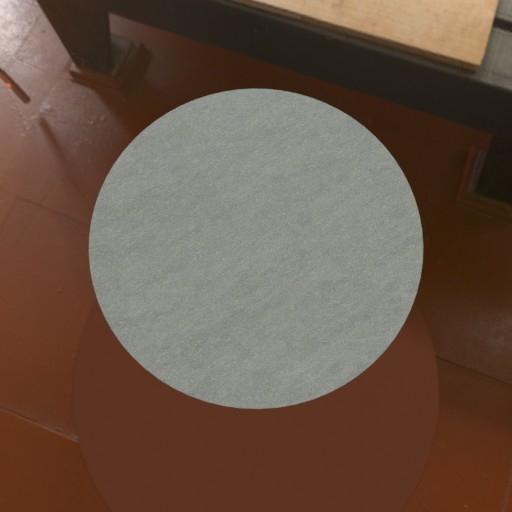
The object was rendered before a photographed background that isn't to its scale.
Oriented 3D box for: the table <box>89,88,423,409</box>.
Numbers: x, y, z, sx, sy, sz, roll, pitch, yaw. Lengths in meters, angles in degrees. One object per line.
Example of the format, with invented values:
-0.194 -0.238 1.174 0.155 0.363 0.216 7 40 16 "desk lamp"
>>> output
0.000 0.000 1.410 0.889 0.470 0.889 0 75 0 "table"
